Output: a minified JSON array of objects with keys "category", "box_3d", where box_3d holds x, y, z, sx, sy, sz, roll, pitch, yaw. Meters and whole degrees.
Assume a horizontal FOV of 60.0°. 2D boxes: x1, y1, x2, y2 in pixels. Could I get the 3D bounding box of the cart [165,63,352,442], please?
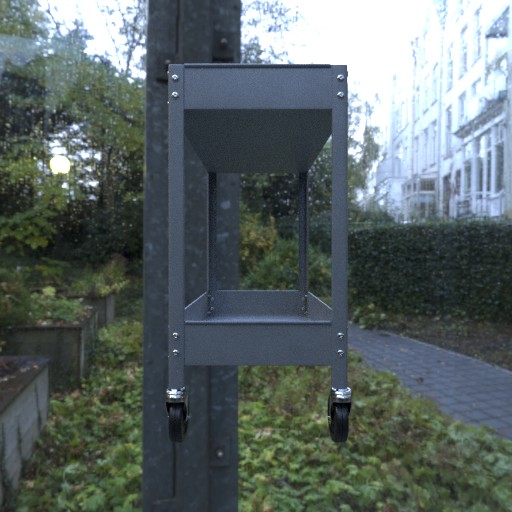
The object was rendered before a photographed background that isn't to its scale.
[{"category":"cart","box_3d":[0.000,0.000,1.204,0.366,0.719,0.779,0,0,0]}]
